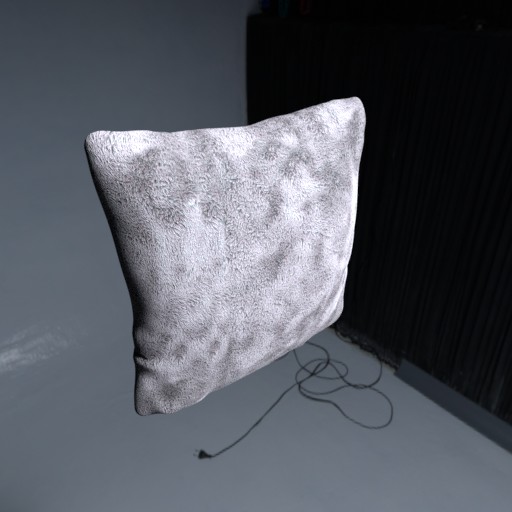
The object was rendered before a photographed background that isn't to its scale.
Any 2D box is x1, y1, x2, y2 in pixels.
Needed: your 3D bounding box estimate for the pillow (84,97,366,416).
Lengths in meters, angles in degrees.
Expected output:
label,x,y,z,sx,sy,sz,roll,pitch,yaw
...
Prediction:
label,x,y,z,sx,sy,sz,roll,pitch,yaw
pillow,0.000,0.000,0.804,0.522,0.520,0.204,-21,36,-32
